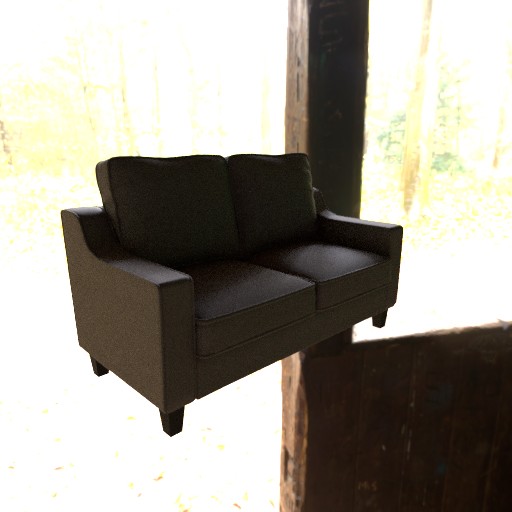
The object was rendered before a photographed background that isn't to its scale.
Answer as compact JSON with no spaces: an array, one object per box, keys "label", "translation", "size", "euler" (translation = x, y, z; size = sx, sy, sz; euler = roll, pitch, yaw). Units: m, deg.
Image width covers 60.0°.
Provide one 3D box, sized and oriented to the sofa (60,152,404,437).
[{"label":"sofa","translation":[0.000,0.000,2.119],"size":[1.500,0.948,0.791],"euler":[-13,19,-42]}]
